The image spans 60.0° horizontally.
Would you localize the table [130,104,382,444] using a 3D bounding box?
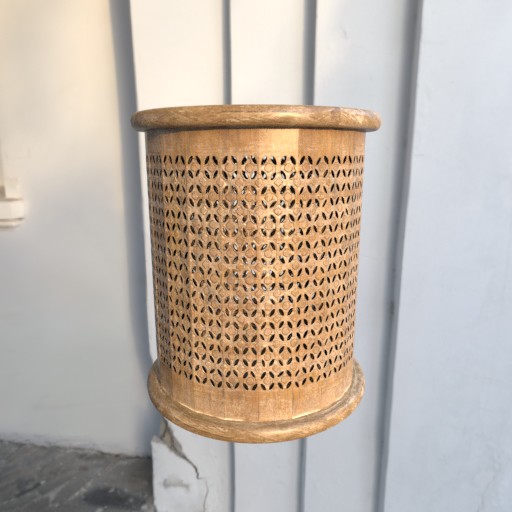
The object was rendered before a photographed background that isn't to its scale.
[{"bbox_3d":[0.000,0.000,0.798,0.407,0.482,0.407,0,13,0],"label":"table"}]
